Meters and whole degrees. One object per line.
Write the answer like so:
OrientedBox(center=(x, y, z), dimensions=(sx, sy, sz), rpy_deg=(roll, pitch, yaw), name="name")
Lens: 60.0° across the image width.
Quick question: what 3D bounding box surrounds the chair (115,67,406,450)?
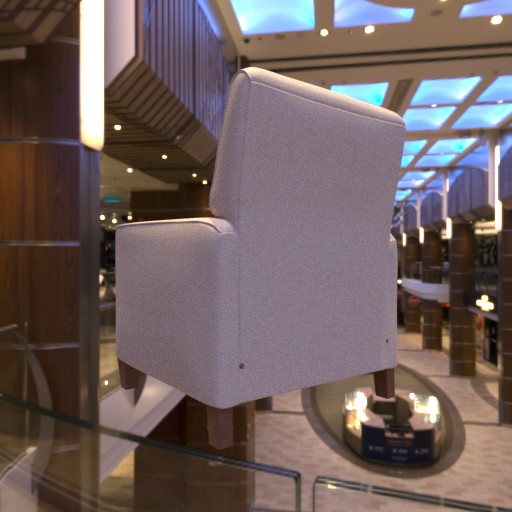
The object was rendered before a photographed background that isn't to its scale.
OrientedBox(center=(0.000, 0.000, 1.656), dimensions=(0.841, 1.023, 0.858), rpy_deg=(0, -1, -37), name="chair")
